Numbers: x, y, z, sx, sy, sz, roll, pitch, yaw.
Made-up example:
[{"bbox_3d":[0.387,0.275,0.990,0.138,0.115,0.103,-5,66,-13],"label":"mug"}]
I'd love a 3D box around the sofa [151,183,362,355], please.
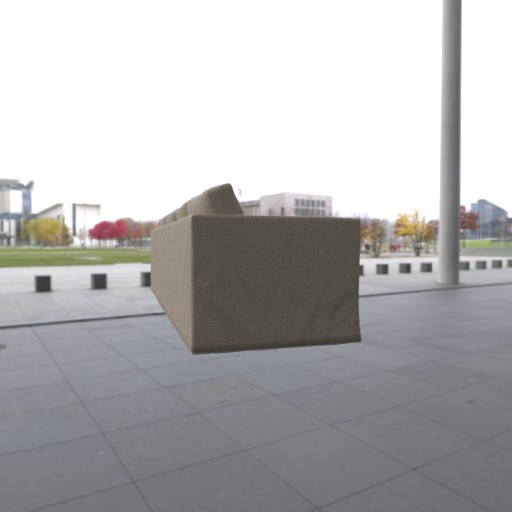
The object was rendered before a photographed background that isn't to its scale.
[{"bbox_3d":[0.000,0.000,3.885,1.622,0.867,3.177,-1,2,-17],"label":"sofa"}]
